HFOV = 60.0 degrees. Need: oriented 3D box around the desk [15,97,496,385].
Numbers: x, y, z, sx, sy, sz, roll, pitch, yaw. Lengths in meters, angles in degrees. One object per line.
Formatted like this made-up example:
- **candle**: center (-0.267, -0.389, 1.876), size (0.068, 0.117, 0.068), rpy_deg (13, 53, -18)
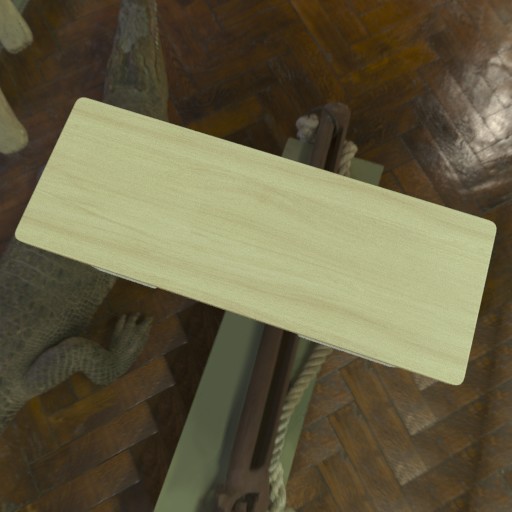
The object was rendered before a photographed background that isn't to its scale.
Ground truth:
- **desk**: center (0.000, 0.000, 1.823), size (1.500, 0.755, 0.550), rpy_deg (18, 78, 4)
